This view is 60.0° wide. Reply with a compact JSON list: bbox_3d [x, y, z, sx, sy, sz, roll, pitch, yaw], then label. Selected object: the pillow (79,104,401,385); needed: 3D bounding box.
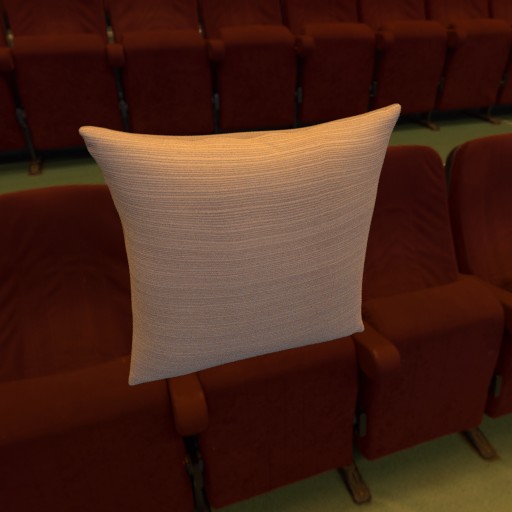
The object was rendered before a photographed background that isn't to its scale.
[{"bbox_3d":[0.000,0.000,0.792,0.512,0.497,0.204,-10,33,-16],"label":"pillow"}]
